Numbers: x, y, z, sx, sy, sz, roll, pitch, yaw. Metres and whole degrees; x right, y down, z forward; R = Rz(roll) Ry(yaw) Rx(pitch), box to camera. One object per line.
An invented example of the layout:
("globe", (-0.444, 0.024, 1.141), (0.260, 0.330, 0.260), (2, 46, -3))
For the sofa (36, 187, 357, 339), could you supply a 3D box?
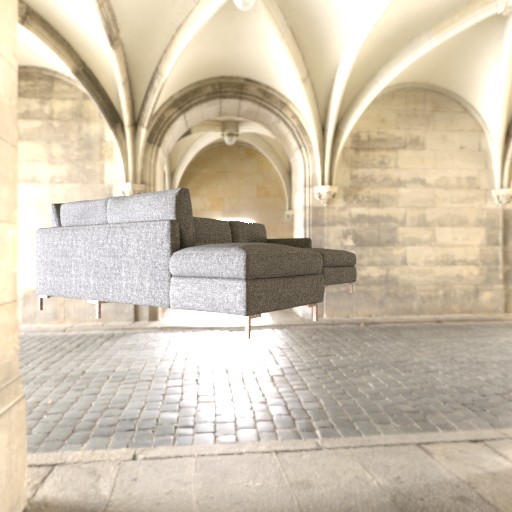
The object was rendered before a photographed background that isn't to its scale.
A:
("sofa", (0.000, 0.000, 3.625), (1.879, 0.756, 2.737), (0, 0, 36))
